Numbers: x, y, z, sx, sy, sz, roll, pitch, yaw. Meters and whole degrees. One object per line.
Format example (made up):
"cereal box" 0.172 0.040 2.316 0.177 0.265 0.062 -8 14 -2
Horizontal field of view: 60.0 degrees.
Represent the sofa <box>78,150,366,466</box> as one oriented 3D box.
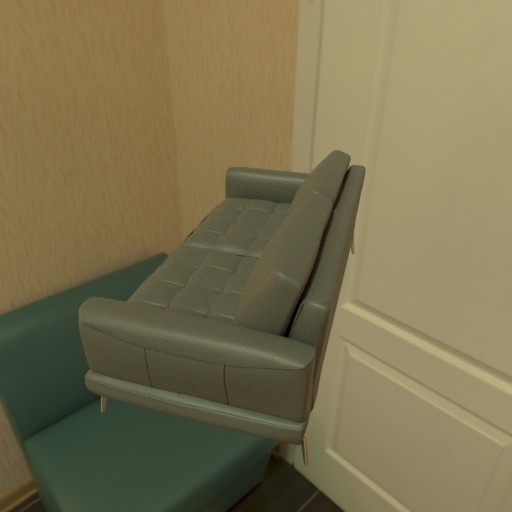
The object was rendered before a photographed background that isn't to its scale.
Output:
"sofa" 0.000 0.000 2.748 1.121 0.930 2.177 9 31 14
